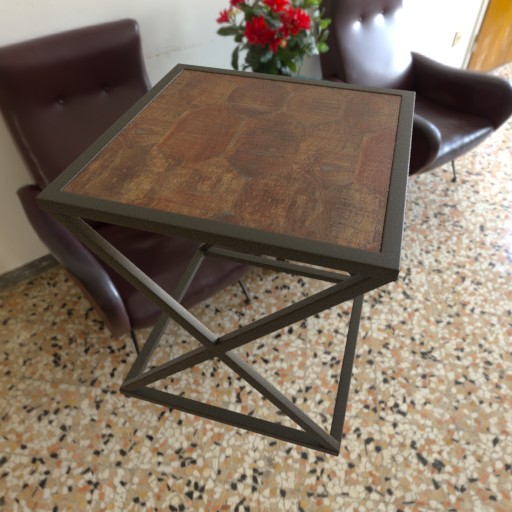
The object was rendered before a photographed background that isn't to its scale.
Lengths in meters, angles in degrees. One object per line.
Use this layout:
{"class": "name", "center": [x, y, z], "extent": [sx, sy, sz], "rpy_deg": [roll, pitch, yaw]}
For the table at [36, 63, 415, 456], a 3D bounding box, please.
{"class": "table", "center": [0.000, 0.000, 0.940], "extent": [0.500, 0.565, 0.500], "rpy_deg": [12, 46, 12]}
